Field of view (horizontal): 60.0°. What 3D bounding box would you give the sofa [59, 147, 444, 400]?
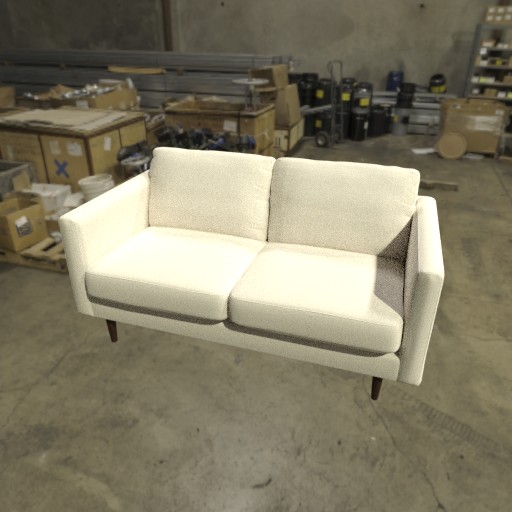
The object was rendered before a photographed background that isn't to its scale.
[{"bbox_3d":[0.000,0.000,2.303,1.713,0.893,0.940,8,28,16],"label":"sofa"}]
